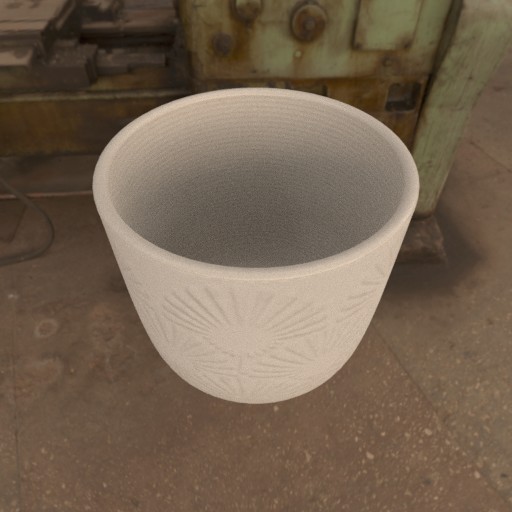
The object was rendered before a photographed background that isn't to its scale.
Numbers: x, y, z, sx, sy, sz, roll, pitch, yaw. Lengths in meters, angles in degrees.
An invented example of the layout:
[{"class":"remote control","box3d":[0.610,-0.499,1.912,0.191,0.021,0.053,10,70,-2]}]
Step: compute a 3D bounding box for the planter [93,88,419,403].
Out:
[{"class":"planter","box3d":[0.000,0.000,0.211,0.124,0.109,0.124,0,46,0]}]
